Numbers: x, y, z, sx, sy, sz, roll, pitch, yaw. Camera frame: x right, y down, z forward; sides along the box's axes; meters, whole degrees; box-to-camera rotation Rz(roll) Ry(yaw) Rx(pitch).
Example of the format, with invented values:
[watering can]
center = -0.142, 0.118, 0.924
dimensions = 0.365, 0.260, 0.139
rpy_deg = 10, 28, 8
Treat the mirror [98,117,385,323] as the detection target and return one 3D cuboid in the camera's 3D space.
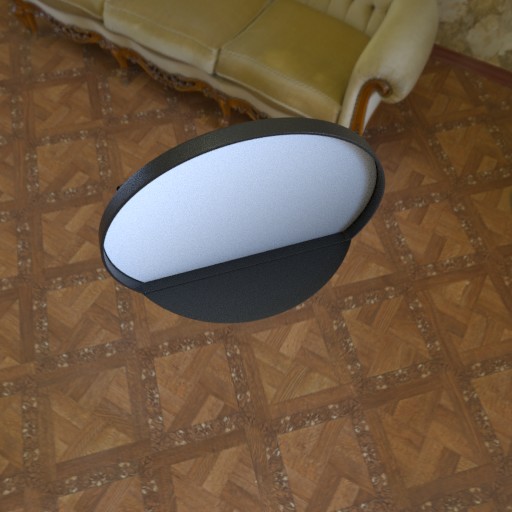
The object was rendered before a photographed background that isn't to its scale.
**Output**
[mirror]
center = 0.000, 0.000, 0.699
dimensions = 0.457, 0.457, 0.133
rpy_deg = -14, 64, -7
